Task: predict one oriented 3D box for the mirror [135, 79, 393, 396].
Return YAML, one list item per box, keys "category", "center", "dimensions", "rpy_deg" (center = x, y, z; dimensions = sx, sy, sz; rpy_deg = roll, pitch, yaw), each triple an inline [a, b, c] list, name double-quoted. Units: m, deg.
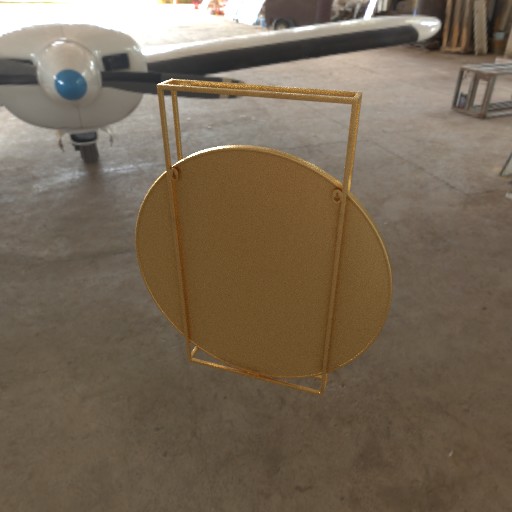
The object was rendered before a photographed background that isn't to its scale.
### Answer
- category: "mirror"
  center: [0.000, 0.000, 0.836]
  dimensions: [0.508, 0.603, 0.051]
  rpy_deg: [10, 33, 16]
